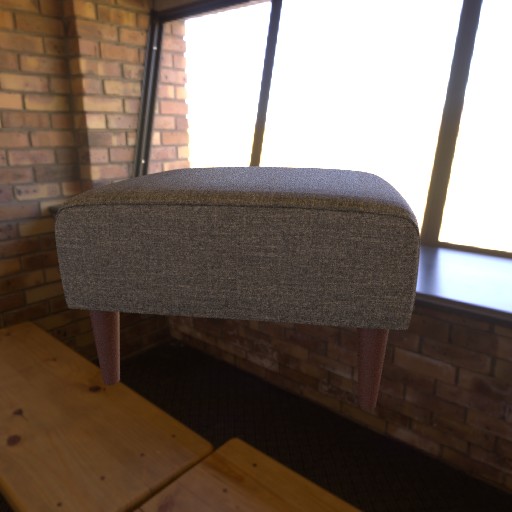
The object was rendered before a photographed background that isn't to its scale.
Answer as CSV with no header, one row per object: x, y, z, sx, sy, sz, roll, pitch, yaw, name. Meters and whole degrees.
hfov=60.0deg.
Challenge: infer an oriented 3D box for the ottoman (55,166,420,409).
0.000,0.000,1.070,0.648,0.399,0.655,2,16,9,ottoman
